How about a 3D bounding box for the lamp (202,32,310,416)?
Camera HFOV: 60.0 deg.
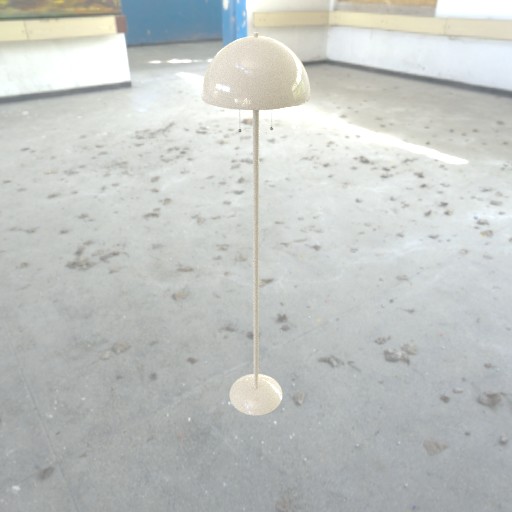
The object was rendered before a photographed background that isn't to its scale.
[{"bbox_3d":[0.000,0.000,1.639,0.328,1.480,0.328,-21,37,-30],"label":"lamp"}]
